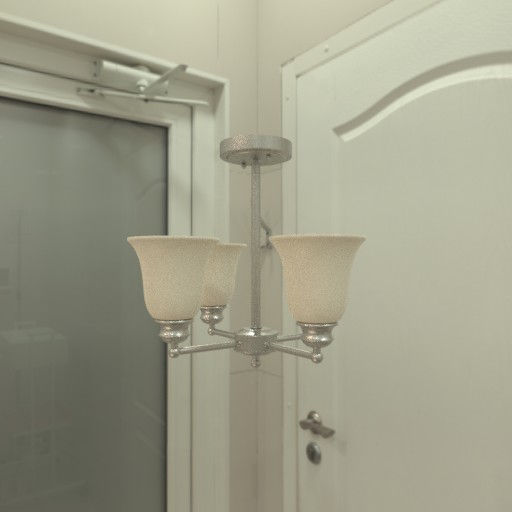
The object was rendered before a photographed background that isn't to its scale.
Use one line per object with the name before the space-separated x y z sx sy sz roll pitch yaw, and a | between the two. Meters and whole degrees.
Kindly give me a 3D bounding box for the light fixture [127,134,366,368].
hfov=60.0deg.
light fixture | 0.000 0.000 0.735 0.427 0.370 0.427 1 -1 -35
